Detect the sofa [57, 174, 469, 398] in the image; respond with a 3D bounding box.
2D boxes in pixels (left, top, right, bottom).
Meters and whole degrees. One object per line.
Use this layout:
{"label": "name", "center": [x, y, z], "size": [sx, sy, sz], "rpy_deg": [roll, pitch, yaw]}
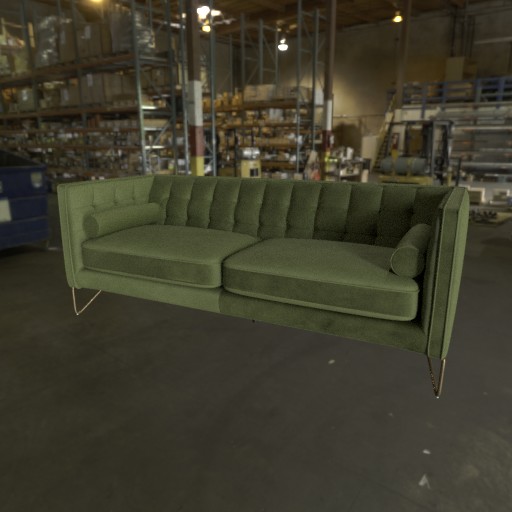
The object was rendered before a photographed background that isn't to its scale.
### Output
{"label": "sofa", "center": [0.000, 0.000, 2.473], "size": [2.087, 0.789, 0.867], "rpy_deg": [7, 16, 25]}
